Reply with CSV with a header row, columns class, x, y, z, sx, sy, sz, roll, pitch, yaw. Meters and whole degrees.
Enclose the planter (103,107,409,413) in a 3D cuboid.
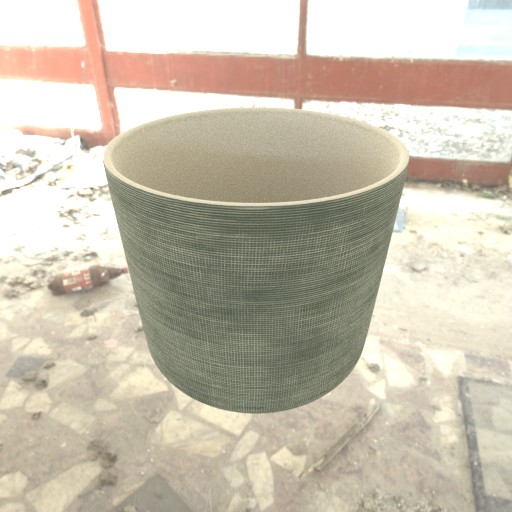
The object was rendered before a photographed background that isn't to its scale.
class,x,y,z,sx,sy,sz,roll,pitch,yaw
planter,0.000,0.000,0.765,0.440,0.398,0.440,0,32,0
